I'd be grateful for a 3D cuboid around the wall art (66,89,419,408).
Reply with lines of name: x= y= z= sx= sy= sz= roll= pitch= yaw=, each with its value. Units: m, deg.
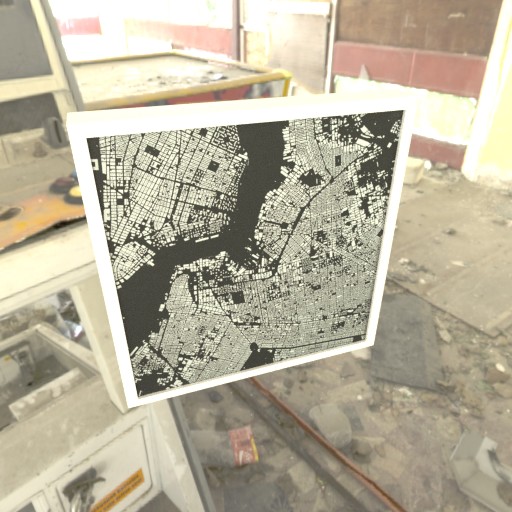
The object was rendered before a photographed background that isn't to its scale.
wall art: x=0.000 y=0.000 z=0.459 sx=0.305 sy=0.305 sz=0.037 roll=-10 pitch=32 yaw=-16
